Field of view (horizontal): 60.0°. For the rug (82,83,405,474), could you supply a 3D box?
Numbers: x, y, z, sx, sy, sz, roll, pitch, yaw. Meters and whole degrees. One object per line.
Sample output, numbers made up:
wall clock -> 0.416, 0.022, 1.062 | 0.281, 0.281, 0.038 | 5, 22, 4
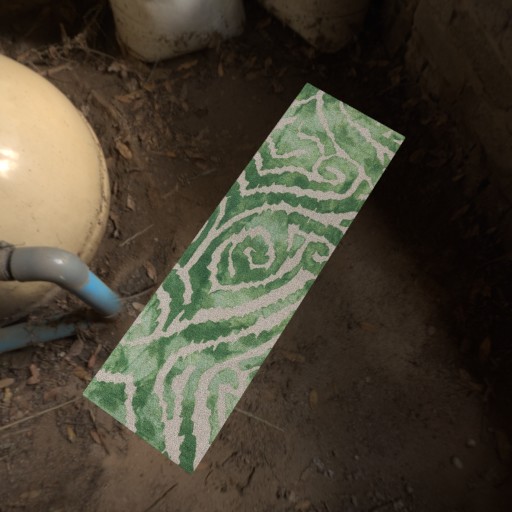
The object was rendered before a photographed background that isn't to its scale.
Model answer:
rug -> 0.000, 0.000, 2.720 | 0.761, 0.006, 2.438 | 32, 77, 8
